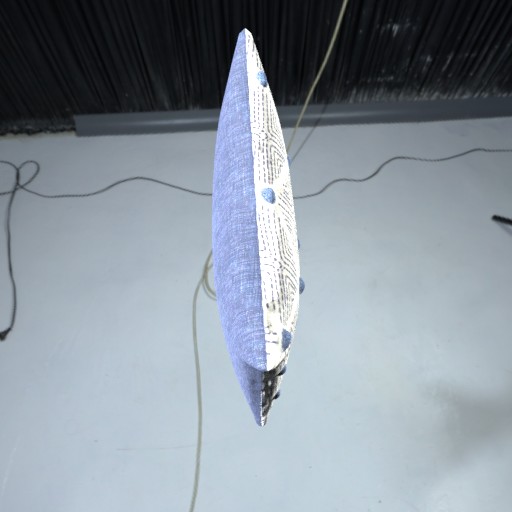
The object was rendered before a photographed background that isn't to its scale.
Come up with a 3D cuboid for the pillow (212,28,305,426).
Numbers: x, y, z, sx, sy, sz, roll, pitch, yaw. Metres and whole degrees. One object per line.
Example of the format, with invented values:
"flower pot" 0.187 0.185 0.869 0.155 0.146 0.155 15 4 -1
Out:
"pillow" 0.000 0.000 0.772 0.145 0.510 0.510 -3 64 -1
